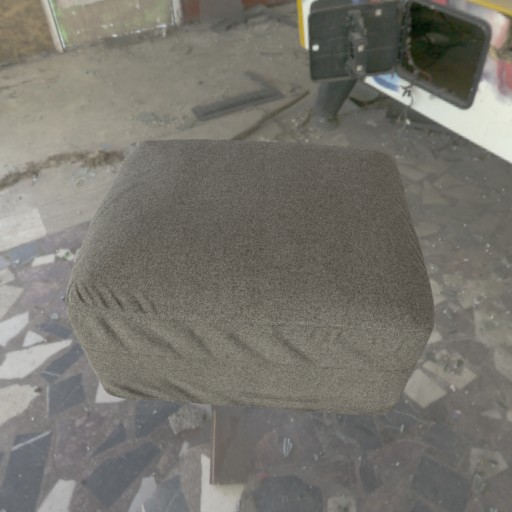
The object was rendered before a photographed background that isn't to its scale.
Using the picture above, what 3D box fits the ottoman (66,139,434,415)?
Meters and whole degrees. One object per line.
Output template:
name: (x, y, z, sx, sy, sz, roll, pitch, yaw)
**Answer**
ottoman: (0.000, 0.000, 1.244, 0.837, 0.481, 0.683, 3, 46, 3)
